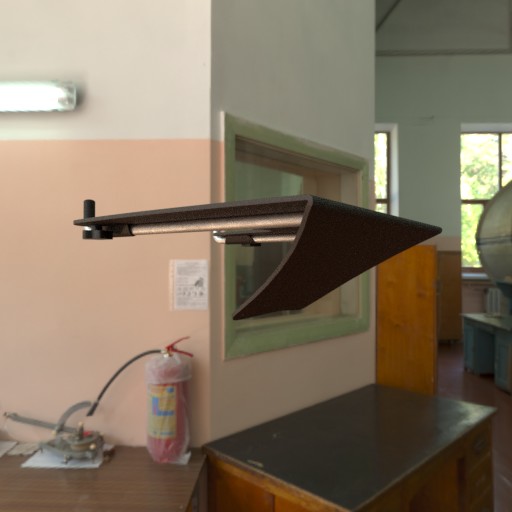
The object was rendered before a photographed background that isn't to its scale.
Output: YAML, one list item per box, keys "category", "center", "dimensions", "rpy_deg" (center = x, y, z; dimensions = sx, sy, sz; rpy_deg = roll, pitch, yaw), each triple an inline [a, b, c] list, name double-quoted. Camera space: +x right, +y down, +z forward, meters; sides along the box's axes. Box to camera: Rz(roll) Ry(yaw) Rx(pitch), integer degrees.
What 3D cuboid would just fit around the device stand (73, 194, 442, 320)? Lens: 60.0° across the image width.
- category: "device stand"
  center: [0.000, 0.000, 0.357]
  dimensions: [0.230, 0.092, 0.230]
  rpy_deg: [-1, -1, 36]
